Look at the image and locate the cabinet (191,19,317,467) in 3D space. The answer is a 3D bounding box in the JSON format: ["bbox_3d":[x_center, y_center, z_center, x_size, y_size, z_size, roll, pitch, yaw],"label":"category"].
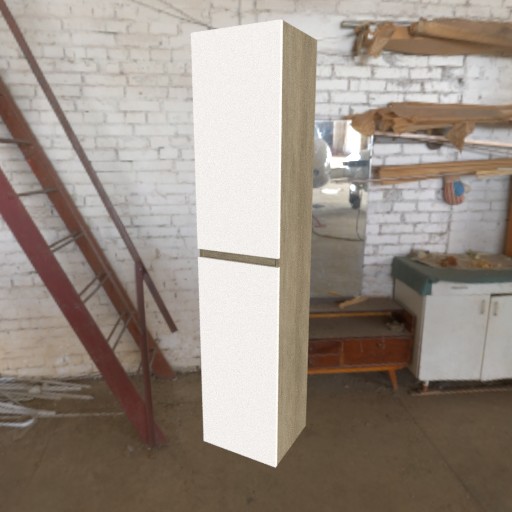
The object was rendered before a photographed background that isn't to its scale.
[{"bbox_3d":[0.000,0.000,1.539,0.300,1.400,0.270,7,15,28],"label":"cabinet"}]
